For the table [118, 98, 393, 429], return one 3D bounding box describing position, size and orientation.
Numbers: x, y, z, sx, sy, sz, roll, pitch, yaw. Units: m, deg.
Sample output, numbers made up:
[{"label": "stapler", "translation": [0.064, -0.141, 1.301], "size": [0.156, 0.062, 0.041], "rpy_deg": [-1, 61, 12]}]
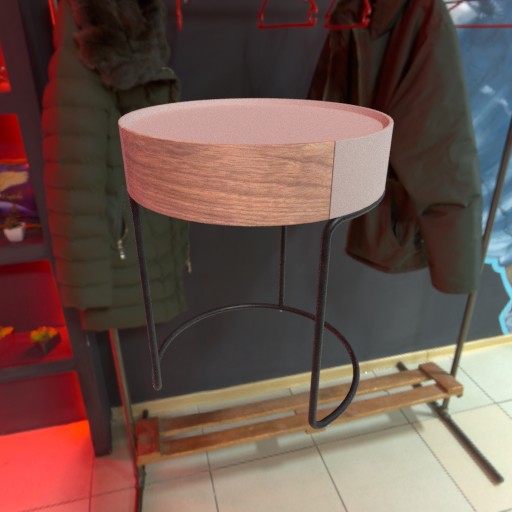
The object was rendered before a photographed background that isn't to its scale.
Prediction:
[{"label": "table", "translation": [0.000, 0.000, 0.866], "size": [0.450, 0.530, 0.450], "rpy_deg": [0, 27, 0]}]
